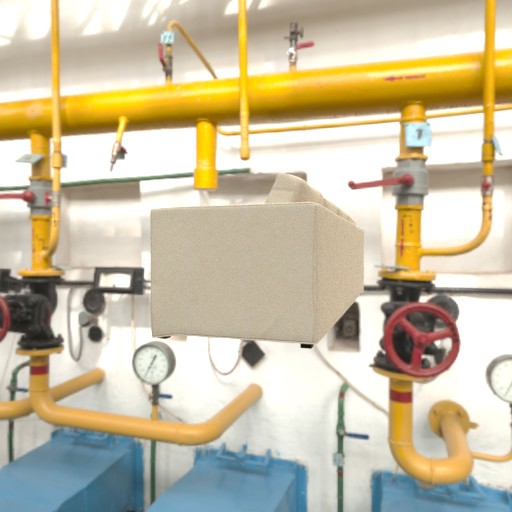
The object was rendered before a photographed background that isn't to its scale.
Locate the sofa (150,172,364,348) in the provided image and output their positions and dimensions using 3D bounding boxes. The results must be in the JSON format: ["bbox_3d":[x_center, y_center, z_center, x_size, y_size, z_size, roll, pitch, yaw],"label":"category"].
[{"bbox_3d":[0.000,0.000,3.919,1.650,0.922,3.205,0,1,18],"label":"sofa"}]
